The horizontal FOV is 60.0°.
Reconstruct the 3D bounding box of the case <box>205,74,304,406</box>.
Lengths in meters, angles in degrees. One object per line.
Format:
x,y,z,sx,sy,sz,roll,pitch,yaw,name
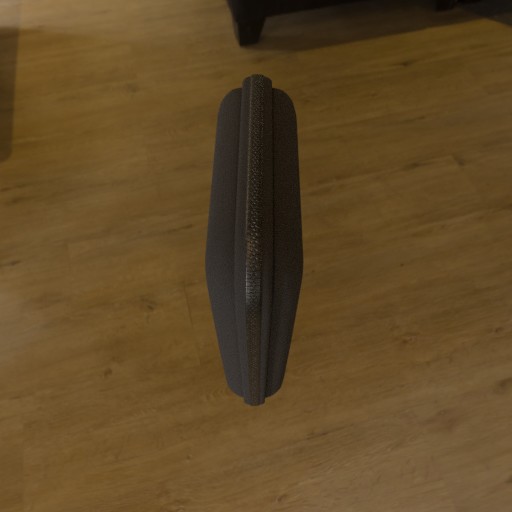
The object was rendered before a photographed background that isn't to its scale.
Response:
0.000,0.000,0.200,0.030,0.147,0.107,1,59,0,case
